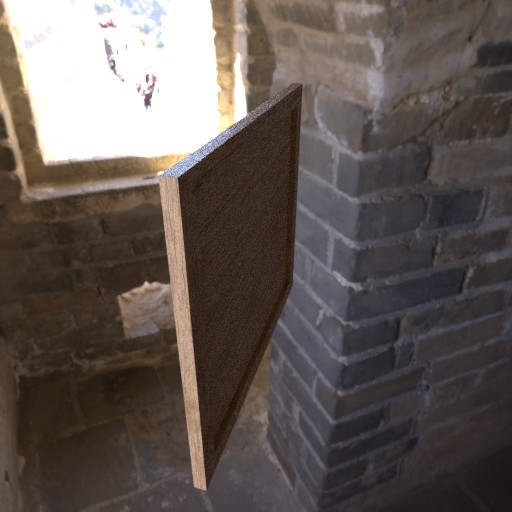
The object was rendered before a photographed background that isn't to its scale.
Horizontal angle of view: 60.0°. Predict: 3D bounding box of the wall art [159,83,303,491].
[{"bbox_3d":[0.000,0.000,0.937,0.026,0.588,0.690,9,31,15],"label":"wall art"}]
